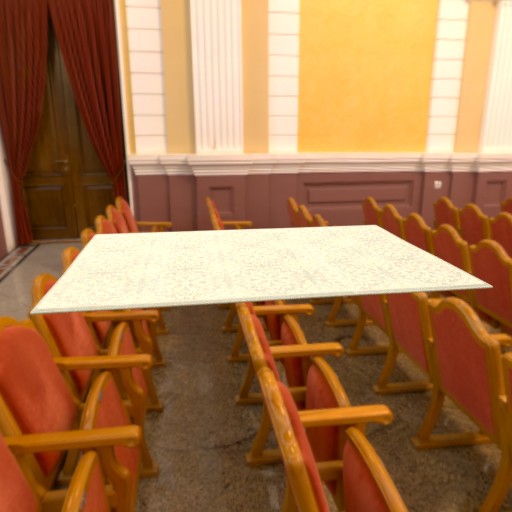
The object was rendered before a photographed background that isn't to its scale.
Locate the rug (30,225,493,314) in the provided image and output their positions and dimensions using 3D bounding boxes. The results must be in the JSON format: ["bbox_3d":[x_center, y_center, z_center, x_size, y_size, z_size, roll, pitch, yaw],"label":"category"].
[{"bbox_3d":[0.000,0.000,2.311,1.840,0.012,1.219,-2,17,-8],"label":"rug"}]
